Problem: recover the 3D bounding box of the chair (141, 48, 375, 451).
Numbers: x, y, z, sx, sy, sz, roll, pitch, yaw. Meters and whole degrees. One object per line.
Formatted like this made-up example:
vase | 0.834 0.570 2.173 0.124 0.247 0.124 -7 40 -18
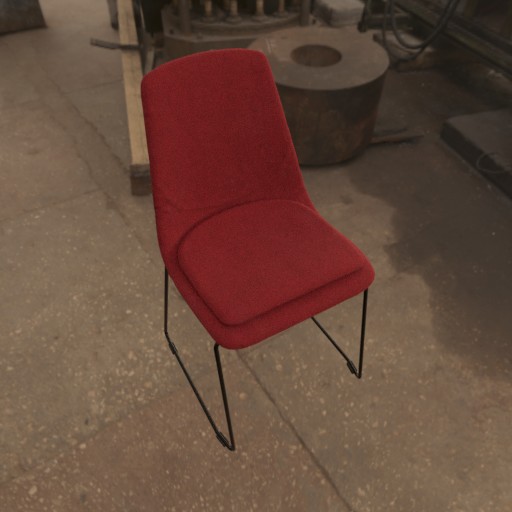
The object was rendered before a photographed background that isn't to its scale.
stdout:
chair | 0.000 0.000 1.141 0.479 0.858 0.518 -22 48 -21
